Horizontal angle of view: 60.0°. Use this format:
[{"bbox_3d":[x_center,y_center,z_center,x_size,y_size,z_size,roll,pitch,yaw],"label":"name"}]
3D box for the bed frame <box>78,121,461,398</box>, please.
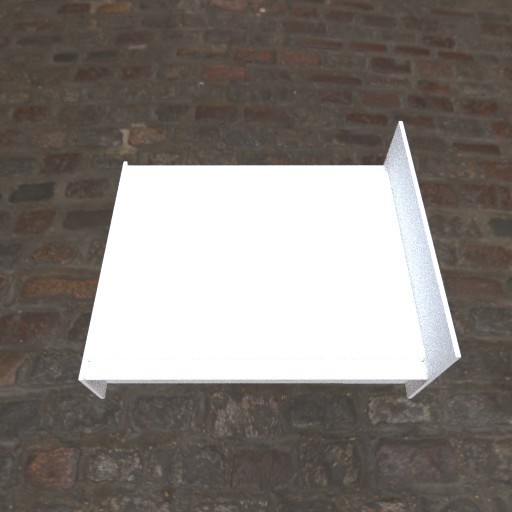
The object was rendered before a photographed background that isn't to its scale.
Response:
[{"bbox_3d":[0.000,0.000,2.881,1.960,0.800,1.622,0,59,0],"label":"bed frame"}]
